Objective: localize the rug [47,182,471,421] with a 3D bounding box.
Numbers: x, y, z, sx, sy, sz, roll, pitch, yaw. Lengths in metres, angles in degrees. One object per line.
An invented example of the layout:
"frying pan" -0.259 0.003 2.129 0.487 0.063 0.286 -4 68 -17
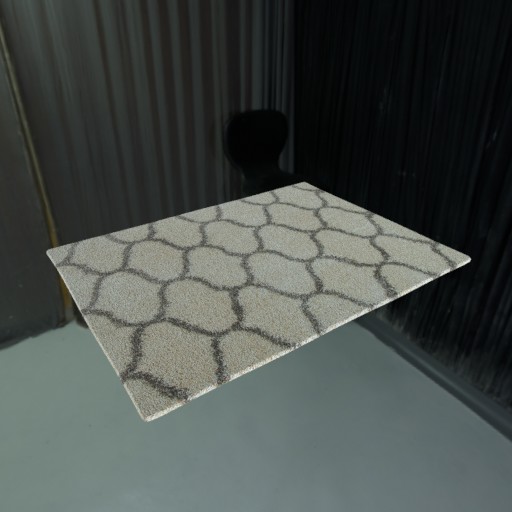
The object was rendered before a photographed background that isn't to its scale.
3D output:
"rug" 0.000 0.000 2.077 1.600 0.025 1.200 -19 35 -30
